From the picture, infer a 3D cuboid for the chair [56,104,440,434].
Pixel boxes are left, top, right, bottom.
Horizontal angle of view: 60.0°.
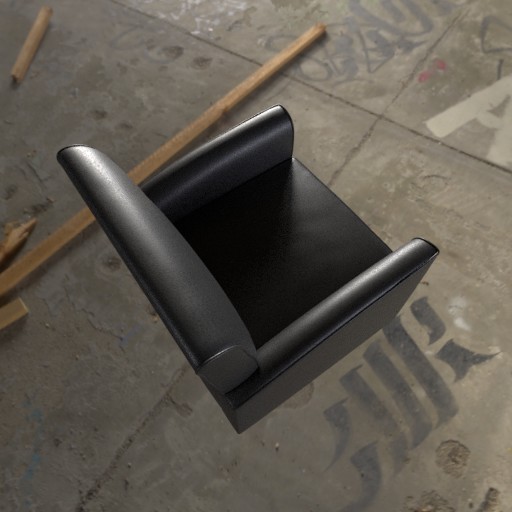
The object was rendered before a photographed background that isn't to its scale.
[{"bbox_3d":[0.000,0.000,1.537,0.819,0.916,0.820,-32,64,-17],"label":"chair"}]
